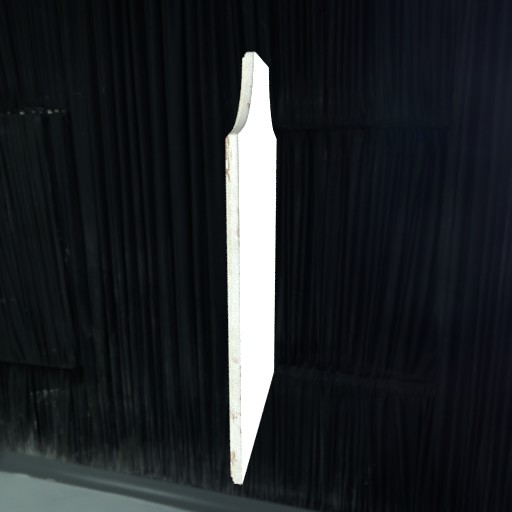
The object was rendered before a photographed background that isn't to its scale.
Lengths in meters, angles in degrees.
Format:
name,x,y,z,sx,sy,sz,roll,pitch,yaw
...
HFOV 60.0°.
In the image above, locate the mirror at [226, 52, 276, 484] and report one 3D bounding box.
name,x,y,z,sx,sy,sz,roll,pitch,yaw
mirror,0.000,0.000,0.876,0.022,0.717,0.403,2,14,10
